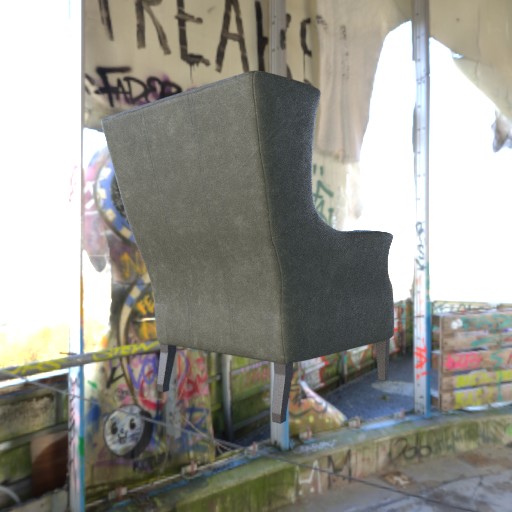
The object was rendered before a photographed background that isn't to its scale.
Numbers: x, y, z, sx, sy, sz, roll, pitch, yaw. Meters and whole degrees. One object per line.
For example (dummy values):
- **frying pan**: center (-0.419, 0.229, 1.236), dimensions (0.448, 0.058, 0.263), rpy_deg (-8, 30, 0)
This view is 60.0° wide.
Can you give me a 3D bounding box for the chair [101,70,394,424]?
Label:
- **chair**: center (0.000, 0.000, 1.704), dimensions (0.853, 1.016, 0.926), rpy_deg (0, -1, 37)
